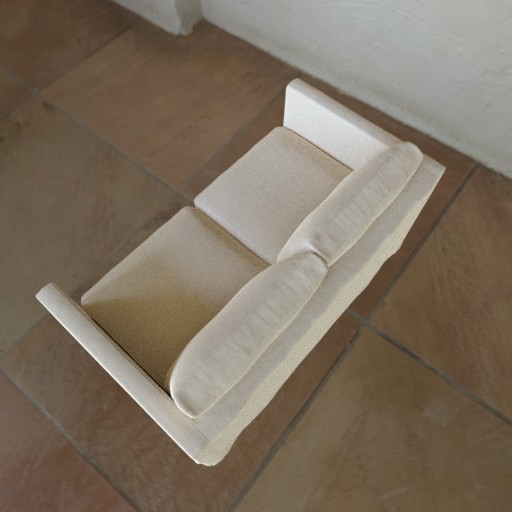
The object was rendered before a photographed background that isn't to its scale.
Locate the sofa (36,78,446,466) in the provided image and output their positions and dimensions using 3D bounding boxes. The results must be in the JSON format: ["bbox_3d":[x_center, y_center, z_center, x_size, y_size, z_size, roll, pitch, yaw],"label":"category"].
[{"bbox_3d":[0.000,0.000,2.229,0.962,0.834,1.746,38,69,18],"label":"sofa"}]
